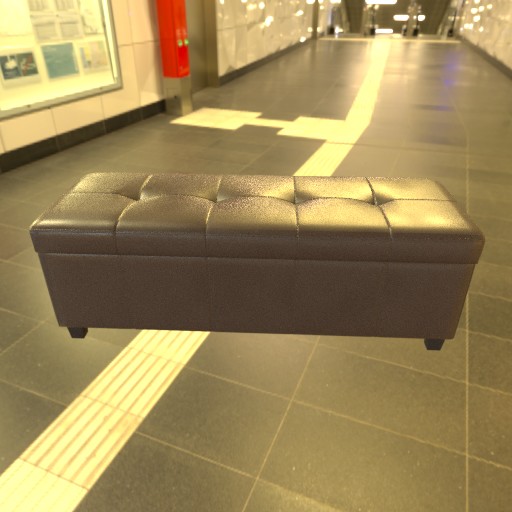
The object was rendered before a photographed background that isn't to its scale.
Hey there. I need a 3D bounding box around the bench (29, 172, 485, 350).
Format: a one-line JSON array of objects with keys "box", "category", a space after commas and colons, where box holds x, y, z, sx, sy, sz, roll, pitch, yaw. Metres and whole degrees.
[{"box": [0.000, 0.000, 1.434, 1.219, 0.417, 0.450, 1, 30, 2], "category": "bench"}]
